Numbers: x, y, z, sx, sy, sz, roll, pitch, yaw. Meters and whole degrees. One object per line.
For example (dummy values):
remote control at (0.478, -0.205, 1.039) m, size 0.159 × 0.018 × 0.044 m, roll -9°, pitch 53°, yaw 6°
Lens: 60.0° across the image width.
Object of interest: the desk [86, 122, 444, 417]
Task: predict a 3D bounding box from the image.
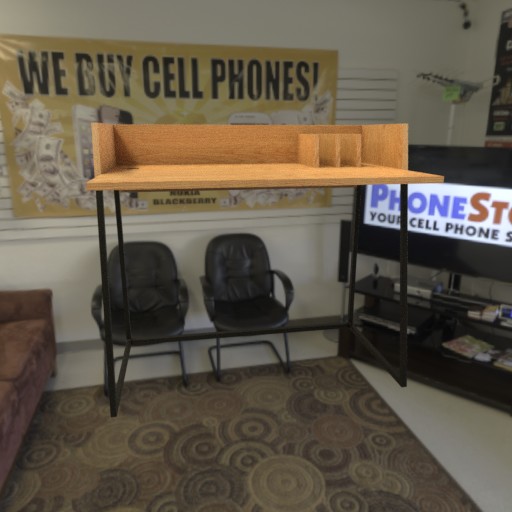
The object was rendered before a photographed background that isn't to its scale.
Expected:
desk at (0.000, 0.000, 1.851) m, size 1.191 × 1.061 × 0.769 m, roll -3°, pitch 16°, yaw -10°
